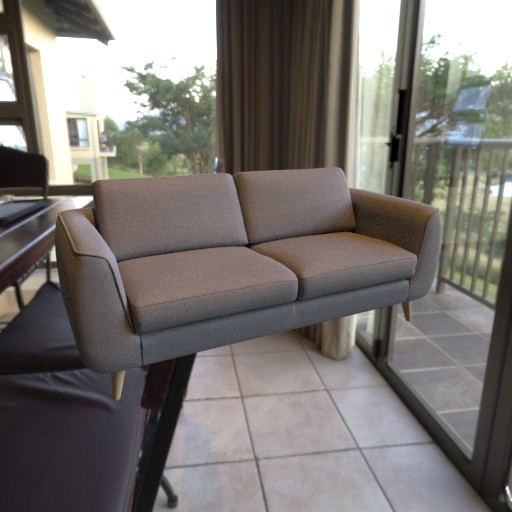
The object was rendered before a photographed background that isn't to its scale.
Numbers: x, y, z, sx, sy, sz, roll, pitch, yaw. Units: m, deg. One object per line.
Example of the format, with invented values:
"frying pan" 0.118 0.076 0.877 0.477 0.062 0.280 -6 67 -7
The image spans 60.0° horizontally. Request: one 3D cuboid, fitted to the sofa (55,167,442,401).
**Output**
"sofa" 0.000 0.000 2.511 2.000 0.870 0.920 -8 18 -27
